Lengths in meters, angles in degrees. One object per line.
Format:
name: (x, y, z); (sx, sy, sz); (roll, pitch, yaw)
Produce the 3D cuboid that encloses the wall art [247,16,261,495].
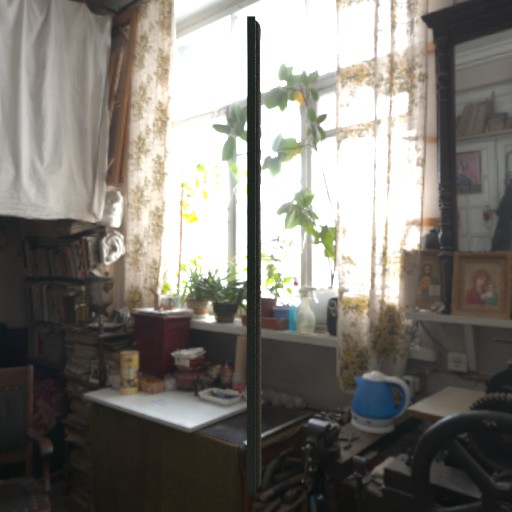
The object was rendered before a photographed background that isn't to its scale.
wall art: (0.000, 0.000, 1.293); (0.030, 0.983, 0.767); (0, -1, 1)
